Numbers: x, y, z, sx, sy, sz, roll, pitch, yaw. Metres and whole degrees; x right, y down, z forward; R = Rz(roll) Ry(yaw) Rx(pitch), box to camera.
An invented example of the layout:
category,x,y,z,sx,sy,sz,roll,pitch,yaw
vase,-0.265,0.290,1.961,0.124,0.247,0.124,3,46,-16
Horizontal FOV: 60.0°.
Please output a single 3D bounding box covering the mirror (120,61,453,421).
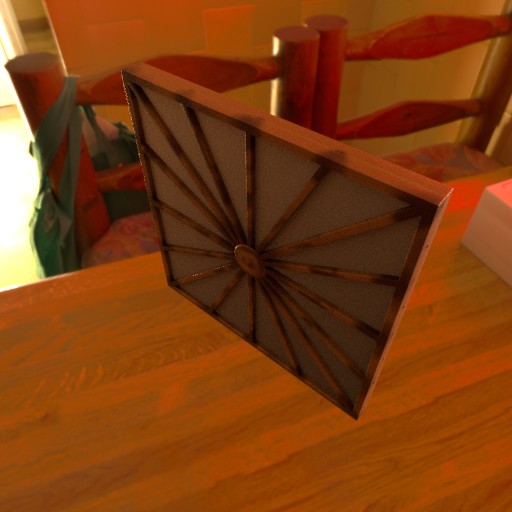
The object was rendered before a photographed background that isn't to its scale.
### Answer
category,x,y,z,sx,sy,sz,roll,pitch,yaw
mirror,0.000,0.000,0.751,0.509,0.507,0.042,31,53,26
